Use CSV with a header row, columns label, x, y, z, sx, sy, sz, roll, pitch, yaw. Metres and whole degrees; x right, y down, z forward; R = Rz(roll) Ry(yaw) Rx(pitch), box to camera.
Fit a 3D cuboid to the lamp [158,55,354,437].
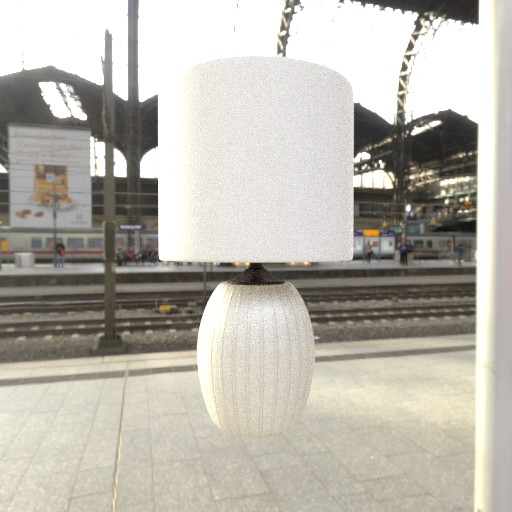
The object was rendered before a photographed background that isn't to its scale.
label,x,y,z,sx,sy,sz,roll,pitch,yaw
lamp,0.000,0.000,0.766,0.328,0.570,0.328,0,1,0
